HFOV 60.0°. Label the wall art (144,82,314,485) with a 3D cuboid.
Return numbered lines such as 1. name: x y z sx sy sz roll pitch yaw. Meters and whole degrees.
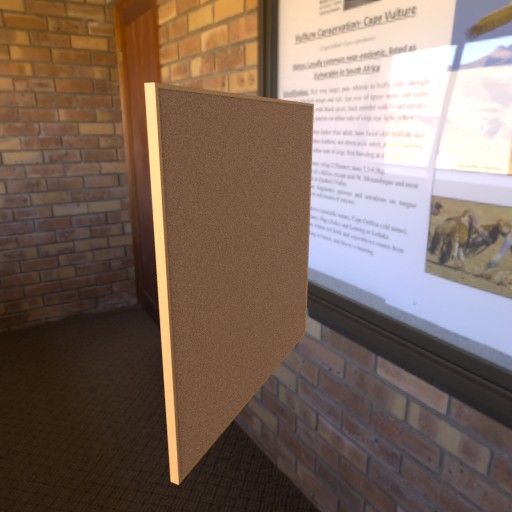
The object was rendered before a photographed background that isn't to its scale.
1. wall art: 0.000 0.000 0.672 0.013 0.455 0.457 8 18 25
